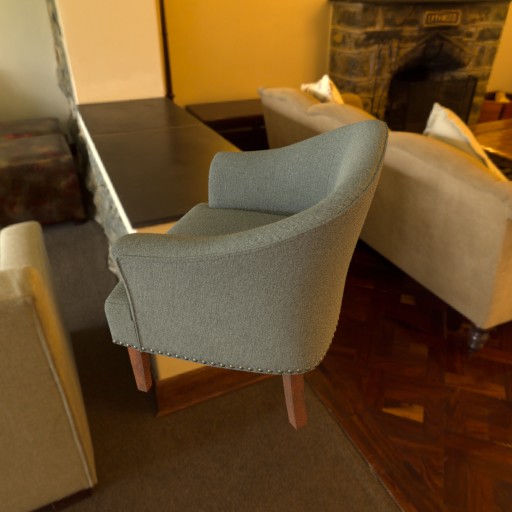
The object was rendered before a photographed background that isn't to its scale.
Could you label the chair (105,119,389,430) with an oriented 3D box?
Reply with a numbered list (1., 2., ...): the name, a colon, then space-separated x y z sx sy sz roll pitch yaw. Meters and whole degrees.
1. chair: 0.000 0.000 1.425 0.704 0.815 0.798 9 32 14
